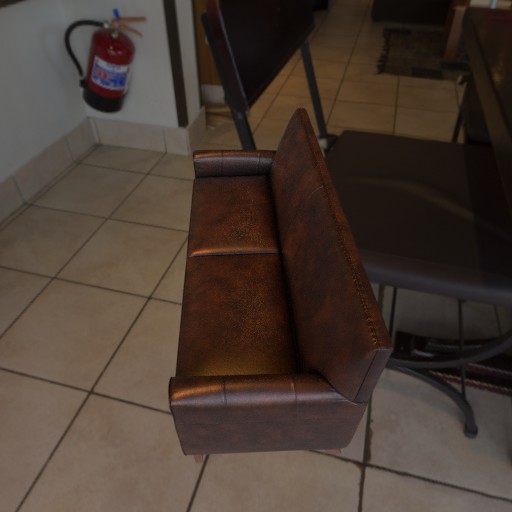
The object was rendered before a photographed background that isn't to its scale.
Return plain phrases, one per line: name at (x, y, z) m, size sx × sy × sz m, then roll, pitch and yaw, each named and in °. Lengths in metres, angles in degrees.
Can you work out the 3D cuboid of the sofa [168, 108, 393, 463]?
sofa at (0.000, 0.000, 2.448) m, size 0.786 × 0.871 × 1.995 m, roll -2°, pitch 40°, yaw -3°
